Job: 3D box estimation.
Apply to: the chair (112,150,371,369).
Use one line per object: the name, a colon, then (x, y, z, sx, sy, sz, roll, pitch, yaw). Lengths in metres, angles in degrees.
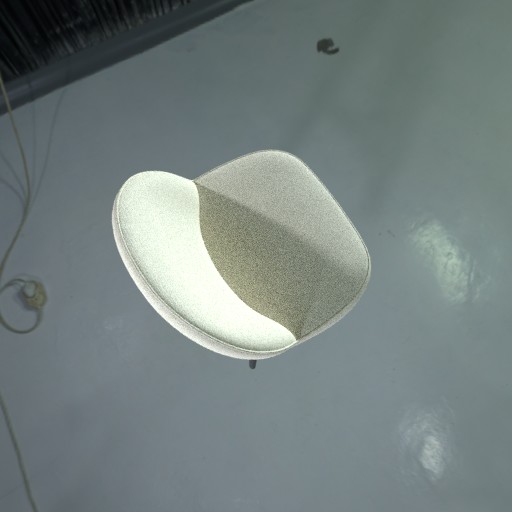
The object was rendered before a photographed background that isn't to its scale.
chair: (0.000, 0.000, 1.208, 0.540, 0.838, 0.532, -32, 77, -8)
